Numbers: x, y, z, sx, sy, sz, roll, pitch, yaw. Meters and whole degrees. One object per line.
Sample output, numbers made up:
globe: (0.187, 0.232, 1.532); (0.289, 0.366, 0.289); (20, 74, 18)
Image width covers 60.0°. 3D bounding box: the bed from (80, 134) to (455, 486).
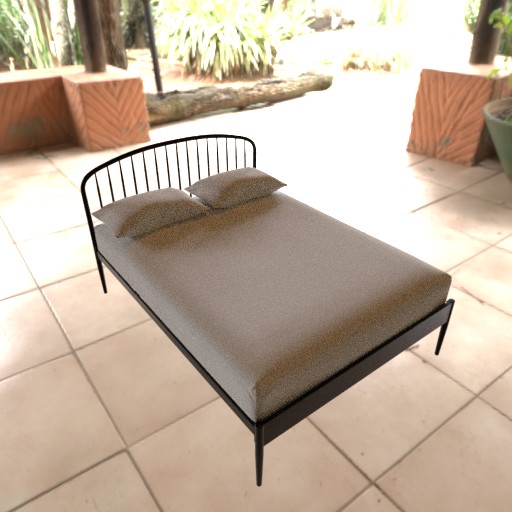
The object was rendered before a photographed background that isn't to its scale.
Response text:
bed: (0.000, 0.000, 3.121); (1.618, 1.166, 2.159); (-21, 37, -31)
